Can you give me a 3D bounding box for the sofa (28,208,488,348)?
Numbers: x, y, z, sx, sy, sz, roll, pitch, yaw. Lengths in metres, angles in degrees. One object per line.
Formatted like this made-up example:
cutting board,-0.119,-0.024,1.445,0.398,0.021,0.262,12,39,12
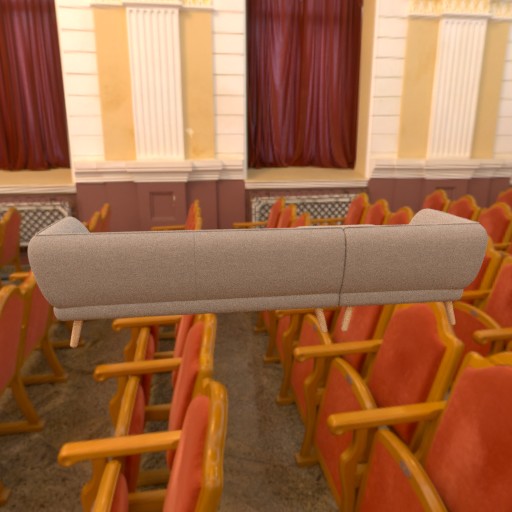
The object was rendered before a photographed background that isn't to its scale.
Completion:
sofa,0.000,0.000,3.287,2.653,0.693,1.532,-2,15,-7
